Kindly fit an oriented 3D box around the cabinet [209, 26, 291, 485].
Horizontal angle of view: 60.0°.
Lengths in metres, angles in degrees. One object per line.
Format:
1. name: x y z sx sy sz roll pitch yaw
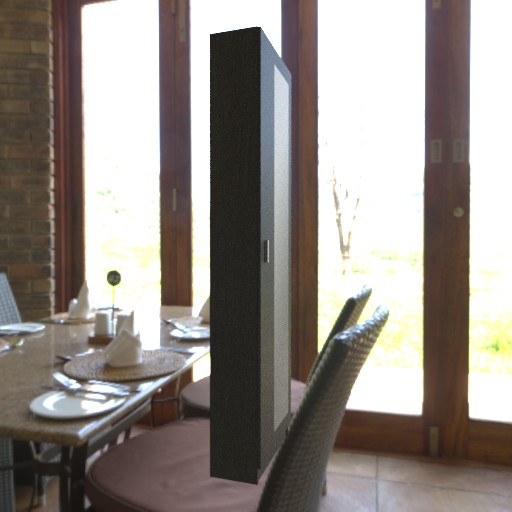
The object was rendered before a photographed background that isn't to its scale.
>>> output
1. cabinet: 0.000 0.000 1.993 0.230 1.790 0.500 0 1 18
